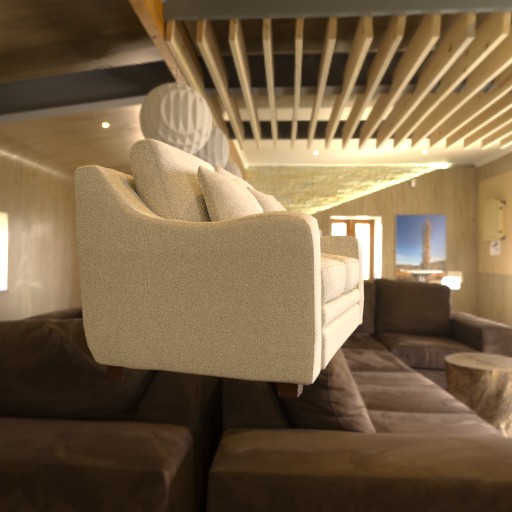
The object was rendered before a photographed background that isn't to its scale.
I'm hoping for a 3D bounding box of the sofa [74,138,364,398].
[{"bbox_3d":[0.000,0.000,2.463,1.040,1.047,1.744,0,-1,19],"label":"sofa"}]
